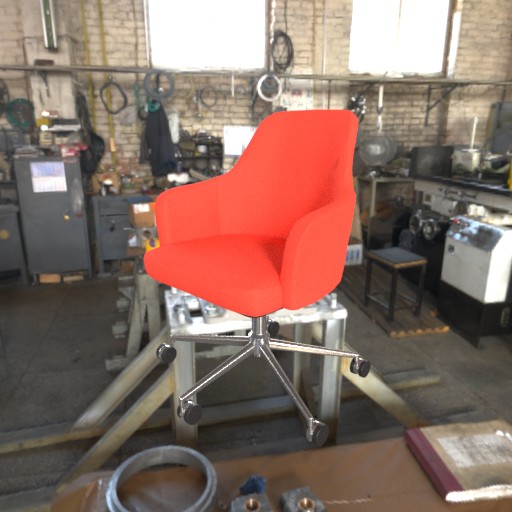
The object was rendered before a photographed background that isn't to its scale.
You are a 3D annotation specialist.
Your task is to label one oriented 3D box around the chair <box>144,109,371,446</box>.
[{"bbox_3d":[0.000,0.000,1.287,0.655,0.820,0.600,15,22,42],"label":"chair"}]
